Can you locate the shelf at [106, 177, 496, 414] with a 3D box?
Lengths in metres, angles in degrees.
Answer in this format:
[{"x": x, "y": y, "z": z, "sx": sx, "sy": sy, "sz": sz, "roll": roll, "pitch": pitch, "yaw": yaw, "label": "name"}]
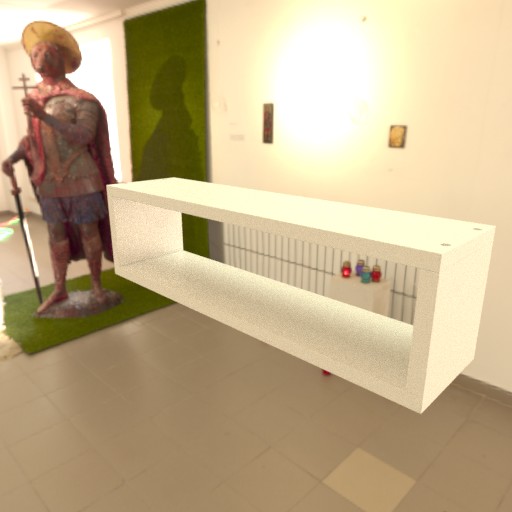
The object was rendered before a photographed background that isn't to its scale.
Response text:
[{"x": 0.000, "y": 0.000, "z": 0.677, "sx": 0.610, "sy": 0.170, "sz": 0.150, "roll": 16, "pitch": 24, "yaw": 42, "label": "shelf"}]
